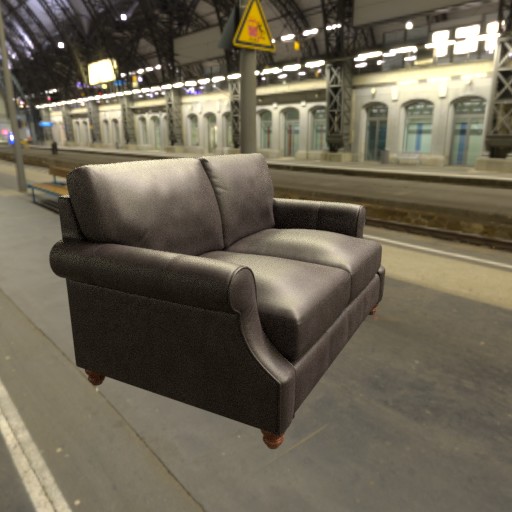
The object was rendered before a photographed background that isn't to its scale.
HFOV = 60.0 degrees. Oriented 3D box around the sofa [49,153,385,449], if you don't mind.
[{"bbox_3d":[0.000,0.000,2.282,1.030,0.979,1.663,8,17,27],"label":"sofa"}]
